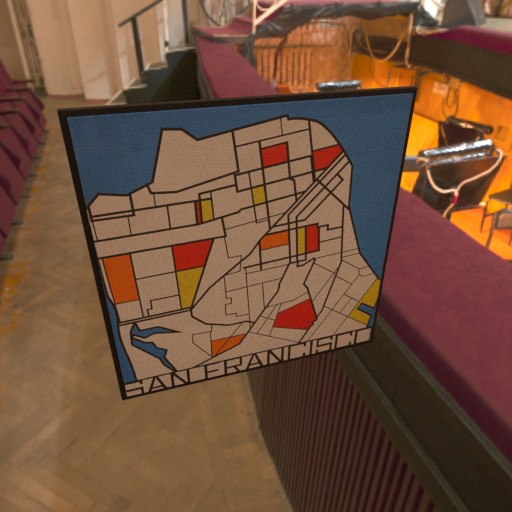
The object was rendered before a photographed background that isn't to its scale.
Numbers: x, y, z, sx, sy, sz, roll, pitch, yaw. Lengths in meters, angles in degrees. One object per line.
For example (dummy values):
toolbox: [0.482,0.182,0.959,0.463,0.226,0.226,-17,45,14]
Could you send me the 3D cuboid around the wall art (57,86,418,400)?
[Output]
wall art: [0.000,0.000,0.664,0.458,0.457,0.013,-9,32,-15]
